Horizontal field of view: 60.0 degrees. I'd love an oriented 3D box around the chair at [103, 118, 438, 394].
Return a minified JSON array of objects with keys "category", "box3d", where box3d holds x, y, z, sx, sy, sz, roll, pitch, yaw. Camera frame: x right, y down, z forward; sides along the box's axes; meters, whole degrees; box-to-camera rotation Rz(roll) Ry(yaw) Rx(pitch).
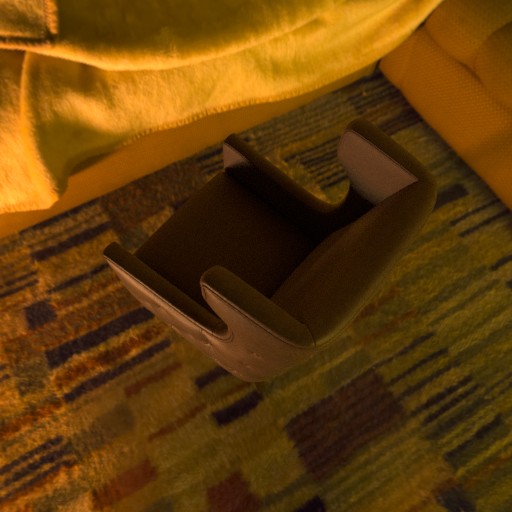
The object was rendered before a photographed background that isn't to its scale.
[{"category":"chair","box3d":[0.000,0.000,1.682,0.899,1.079,0.769,36,69,17]}]
